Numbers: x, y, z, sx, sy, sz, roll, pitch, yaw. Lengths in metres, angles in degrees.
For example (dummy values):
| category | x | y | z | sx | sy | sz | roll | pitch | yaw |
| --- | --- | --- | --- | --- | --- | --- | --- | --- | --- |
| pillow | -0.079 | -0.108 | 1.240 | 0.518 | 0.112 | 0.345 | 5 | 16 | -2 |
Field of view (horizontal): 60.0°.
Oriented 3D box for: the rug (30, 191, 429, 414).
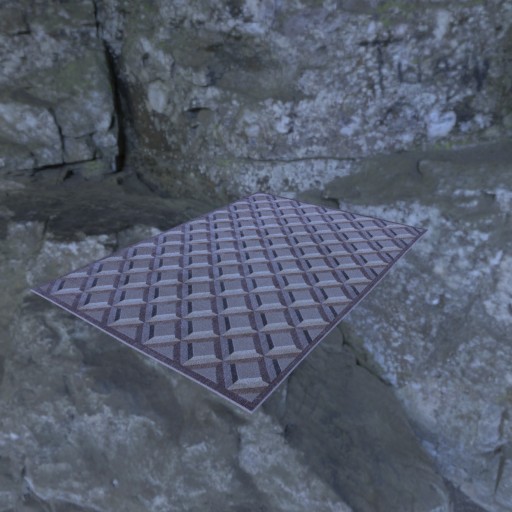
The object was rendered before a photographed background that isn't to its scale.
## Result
| category | x | y | z | sx | sy | sz | roll | pitch | yaw |
| --- | --- | --- | --- | --- | --- | --- | --- | --- | --- |
| rug | 0.000 | 0.000 | 2.956 | 1.600 | 0.013 | 2.260 | 18 | 31 | 32 |
